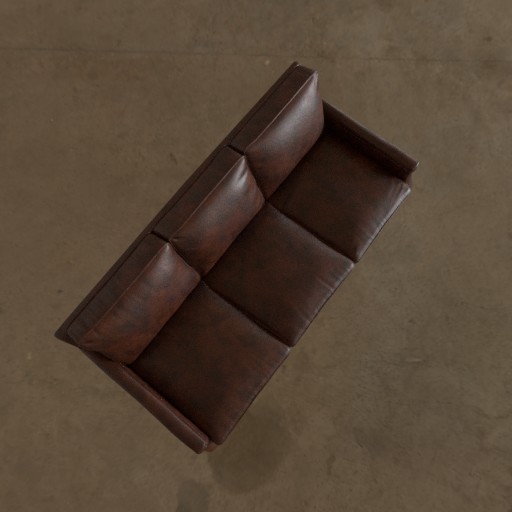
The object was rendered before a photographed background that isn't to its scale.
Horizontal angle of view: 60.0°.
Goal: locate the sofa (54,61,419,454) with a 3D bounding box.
[{"bbox_3d":[0.000,0.000,2.824,1.084,1.003,2.240,37,79,9],"label":"sofa"}]
